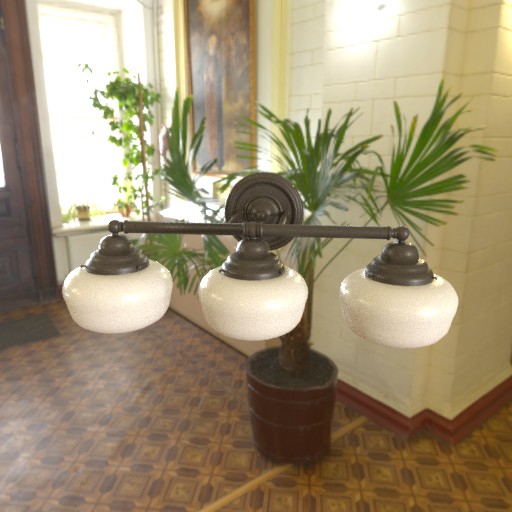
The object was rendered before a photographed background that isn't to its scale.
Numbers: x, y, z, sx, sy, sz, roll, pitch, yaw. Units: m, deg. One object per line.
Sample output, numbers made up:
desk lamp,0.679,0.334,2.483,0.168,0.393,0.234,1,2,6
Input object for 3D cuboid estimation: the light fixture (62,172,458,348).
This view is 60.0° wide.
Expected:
light fixture,0.000,0.000,0.695,0.587,0.242,0.239,2,15,6
